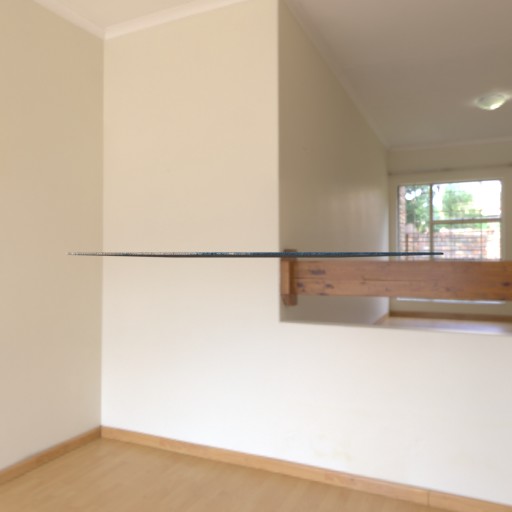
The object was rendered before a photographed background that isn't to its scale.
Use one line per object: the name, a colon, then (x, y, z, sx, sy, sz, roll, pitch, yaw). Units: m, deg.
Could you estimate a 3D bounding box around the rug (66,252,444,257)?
rug: (0.000, 0.000, 2.336, 1.232, 0.009, 1.836, 0, -1, 0)
